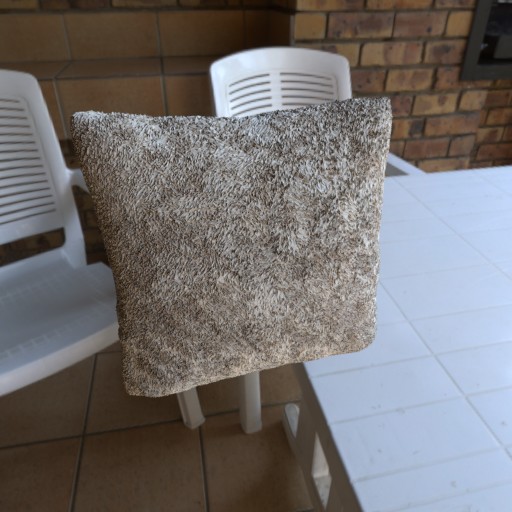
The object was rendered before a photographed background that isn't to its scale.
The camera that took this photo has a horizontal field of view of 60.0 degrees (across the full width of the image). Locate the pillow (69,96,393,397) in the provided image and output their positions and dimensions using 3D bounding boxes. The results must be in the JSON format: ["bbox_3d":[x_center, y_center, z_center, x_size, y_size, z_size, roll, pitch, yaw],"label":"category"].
[{"bbox_3d":[0.000,0.000,0.785,0.529,0.515,0.218,-9,33,-14],"label":"pillow"}]
